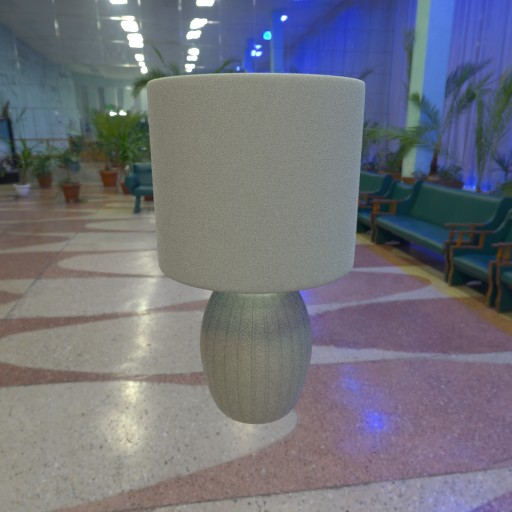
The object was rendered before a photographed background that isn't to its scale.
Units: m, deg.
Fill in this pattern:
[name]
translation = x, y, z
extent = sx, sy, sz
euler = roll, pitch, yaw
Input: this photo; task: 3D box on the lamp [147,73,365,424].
[lamp]
translation = 0.000, 0.000, 0.758
extent = 0.328, 0.570, 0.328
euler = 0, 17, 0
